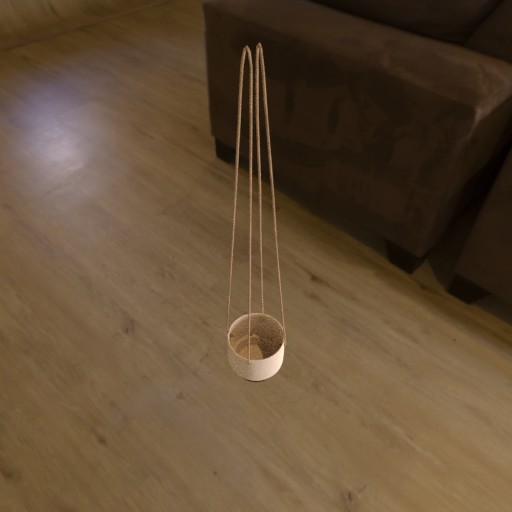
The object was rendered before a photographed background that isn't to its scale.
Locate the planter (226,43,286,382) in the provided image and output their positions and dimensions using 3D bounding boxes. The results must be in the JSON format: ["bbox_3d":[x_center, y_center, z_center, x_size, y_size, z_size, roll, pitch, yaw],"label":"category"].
[{"bbox_3d":[0.000,0.000,0.914,0.146,0.841,0.146,-23,50,-21],"label":"planter"}]
